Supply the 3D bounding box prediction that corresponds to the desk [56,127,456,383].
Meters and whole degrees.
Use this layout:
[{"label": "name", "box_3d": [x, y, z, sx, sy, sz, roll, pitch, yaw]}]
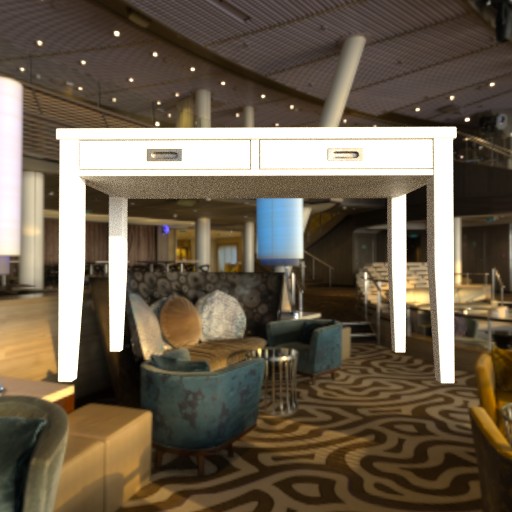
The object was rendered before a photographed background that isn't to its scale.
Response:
[{"label": "desk", "box_3d": [0.000, 0.000, 1.596, 1.220, 0.775, 0.508, 0, -1, 1]}]
